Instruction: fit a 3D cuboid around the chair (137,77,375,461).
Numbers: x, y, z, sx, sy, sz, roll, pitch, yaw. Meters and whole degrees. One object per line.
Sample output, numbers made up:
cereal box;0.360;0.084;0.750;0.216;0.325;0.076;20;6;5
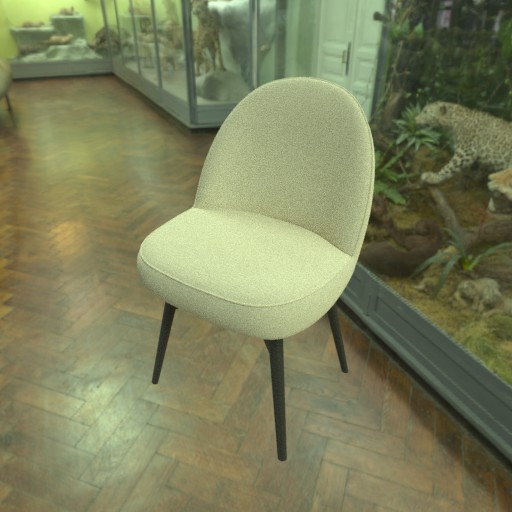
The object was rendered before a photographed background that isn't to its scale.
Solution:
chair;0.000;0.000;1.188;0.532;0.838;0.540;19;35;30
